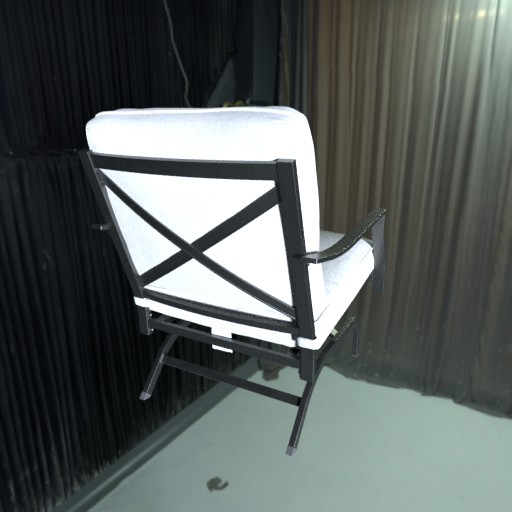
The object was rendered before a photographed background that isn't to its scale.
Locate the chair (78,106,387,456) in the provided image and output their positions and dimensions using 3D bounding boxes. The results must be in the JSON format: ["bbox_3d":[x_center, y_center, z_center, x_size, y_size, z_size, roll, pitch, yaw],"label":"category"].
[{"bbox_3d":[0.000,0.000,1.371,0.650,0.860,0.787,9,19,27],"label":"chair"}]
